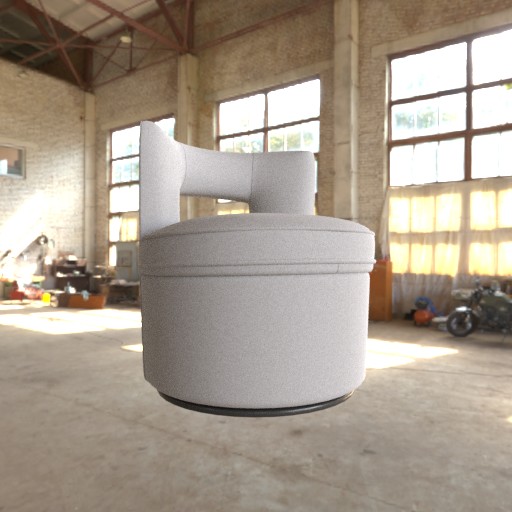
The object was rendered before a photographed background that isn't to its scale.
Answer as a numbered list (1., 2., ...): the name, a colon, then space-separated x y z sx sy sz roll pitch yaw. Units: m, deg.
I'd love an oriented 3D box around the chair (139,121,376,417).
1. chair: 0.000 0.000 1.259 0.650 0.723 0.665 0 0 -35
